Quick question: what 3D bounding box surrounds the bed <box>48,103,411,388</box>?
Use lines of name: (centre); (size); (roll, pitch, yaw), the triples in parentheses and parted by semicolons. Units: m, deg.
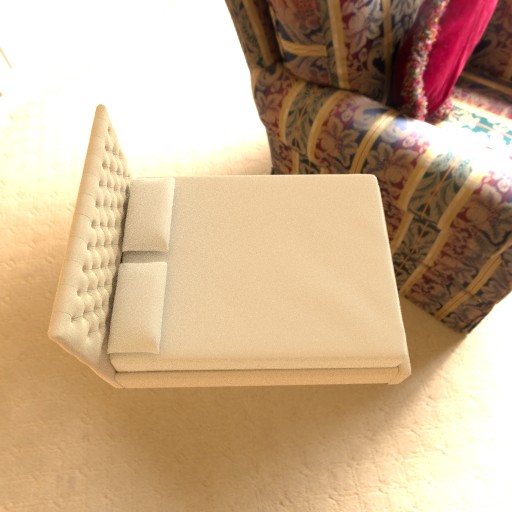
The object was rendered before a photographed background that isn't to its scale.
bed: (0.000, 0.000, 3.318); (2.233, 1.426, 1.696); (-1, 62, 0)
